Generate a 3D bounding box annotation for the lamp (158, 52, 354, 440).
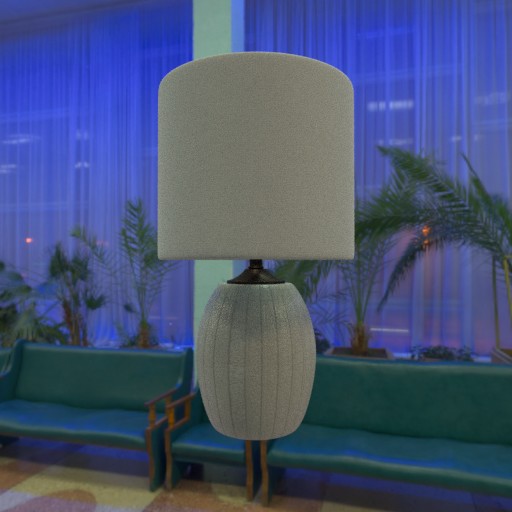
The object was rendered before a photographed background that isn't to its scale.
[{"bbox_3d":[0.000,0.000,0.757,0.328,0.570,0.328,0,-1,0],"label":"lamp"}]
